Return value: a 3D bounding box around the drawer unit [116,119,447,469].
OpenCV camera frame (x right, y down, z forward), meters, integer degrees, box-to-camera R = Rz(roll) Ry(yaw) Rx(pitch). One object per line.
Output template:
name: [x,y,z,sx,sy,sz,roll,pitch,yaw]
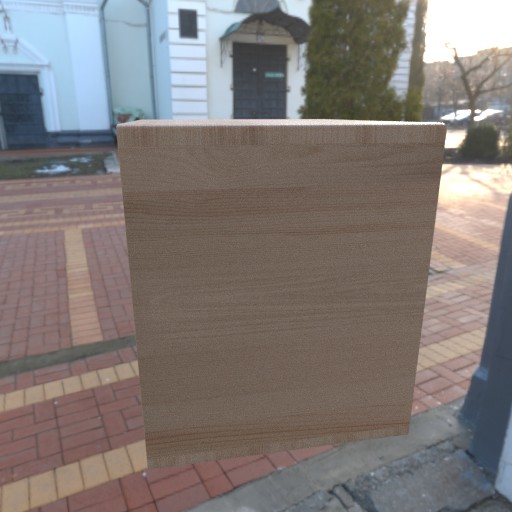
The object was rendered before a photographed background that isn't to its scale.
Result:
drawer unit: [0.000,0.000,0.590,0.290,0.344,0.344,-3,18,-10]
